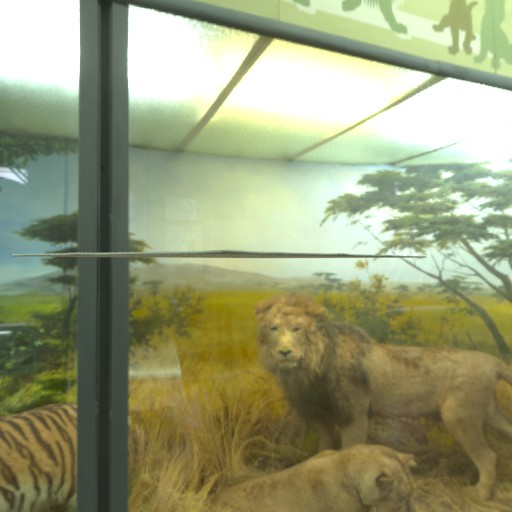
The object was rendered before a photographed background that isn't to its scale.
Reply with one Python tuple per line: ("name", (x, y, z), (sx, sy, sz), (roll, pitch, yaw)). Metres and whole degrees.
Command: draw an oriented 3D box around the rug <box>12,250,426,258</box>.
("rug", (0.000, 0.000, 2.968), (1.545, 0.016, 2.460), (0, -1, 36))
